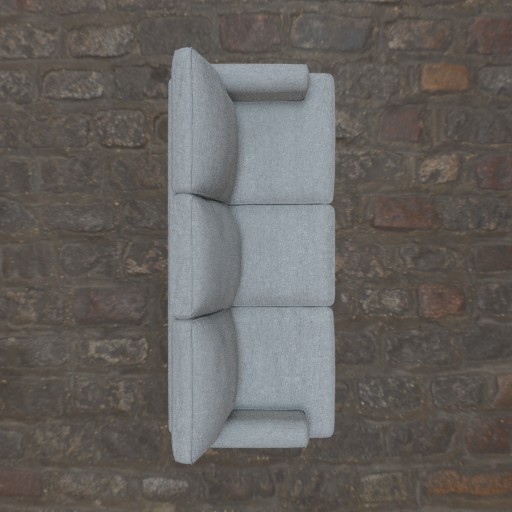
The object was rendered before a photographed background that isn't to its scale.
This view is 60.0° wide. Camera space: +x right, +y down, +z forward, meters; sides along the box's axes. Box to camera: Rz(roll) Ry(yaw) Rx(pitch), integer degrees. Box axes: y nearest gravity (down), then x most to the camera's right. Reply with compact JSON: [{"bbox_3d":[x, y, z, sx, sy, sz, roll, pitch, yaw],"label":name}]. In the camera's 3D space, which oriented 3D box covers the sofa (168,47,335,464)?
[{"bbox_3d":[0.000,0.000,2.579,0.951,0.965,2.158,0,90,0],"label":"sofa"}]
